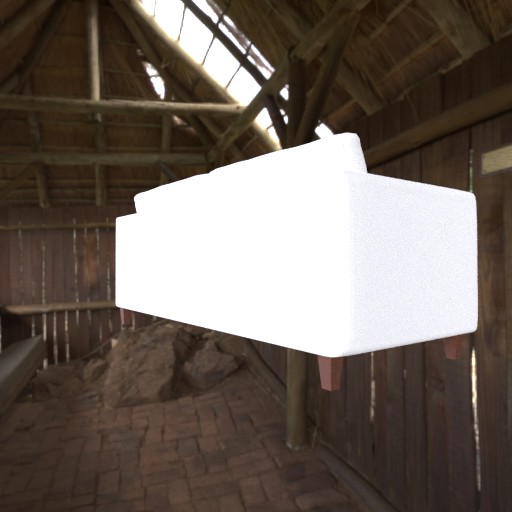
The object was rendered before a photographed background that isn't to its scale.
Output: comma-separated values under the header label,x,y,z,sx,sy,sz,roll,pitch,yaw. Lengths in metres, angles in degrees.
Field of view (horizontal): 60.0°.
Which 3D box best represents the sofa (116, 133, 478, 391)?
label,x,y,z,sx,sy,sz,roll,pitch,yaw
sofa,0.000,0.000,2.536,0.924,0.933,2.139,0,-1,-37
